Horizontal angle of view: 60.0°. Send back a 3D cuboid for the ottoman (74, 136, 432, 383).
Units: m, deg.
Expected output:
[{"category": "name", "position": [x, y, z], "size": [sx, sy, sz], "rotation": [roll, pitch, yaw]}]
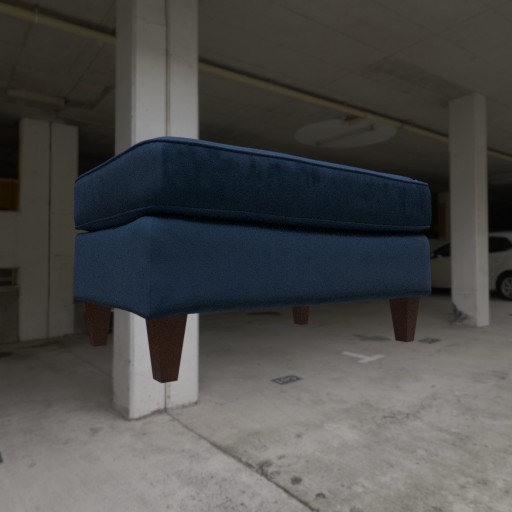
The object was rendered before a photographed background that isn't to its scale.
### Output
[{"category": "ottoman", "position": [0.000, 0.000, 1.238], "size": [0.862, 0.484, 0.583], "rotation": [1, -1, -36]}]
